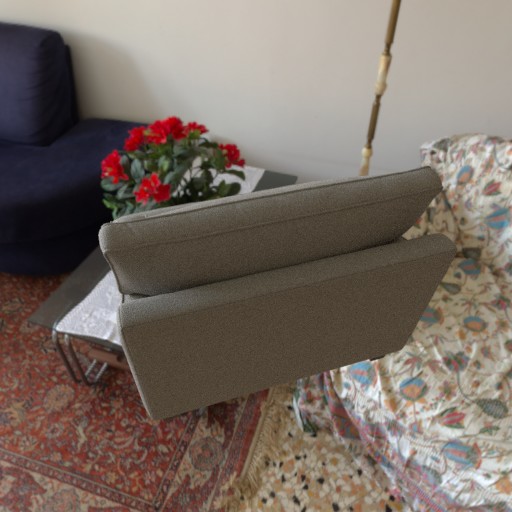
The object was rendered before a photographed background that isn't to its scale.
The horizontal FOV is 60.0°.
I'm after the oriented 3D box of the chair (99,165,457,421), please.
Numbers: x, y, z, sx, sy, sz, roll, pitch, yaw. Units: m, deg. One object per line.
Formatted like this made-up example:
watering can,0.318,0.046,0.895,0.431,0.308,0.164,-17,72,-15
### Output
chair,0.000,0.000,2.000,1.220,1.016,1.040,-12,43,-13
